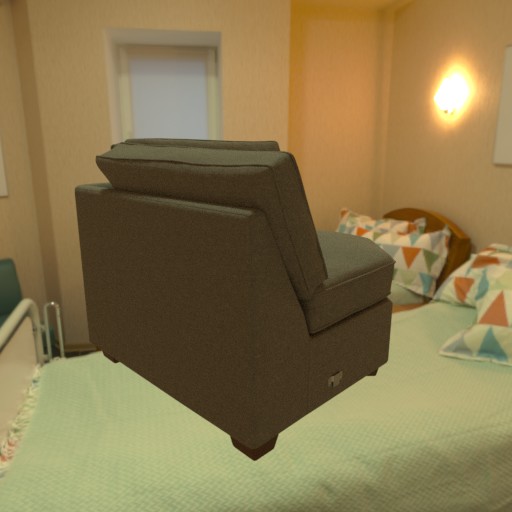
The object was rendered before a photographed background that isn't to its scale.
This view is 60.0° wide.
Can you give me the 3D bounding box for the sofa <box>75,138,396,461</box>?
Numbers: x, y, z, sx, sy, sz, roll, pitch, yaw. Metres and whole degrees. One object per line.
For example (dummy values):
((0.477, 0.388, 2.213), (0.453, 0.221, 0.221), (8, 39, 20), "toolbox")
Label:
((0.000, 0.000, 1.846), (1.042, 0.951, 1.050), (-13, 19, -43), "sofa")
